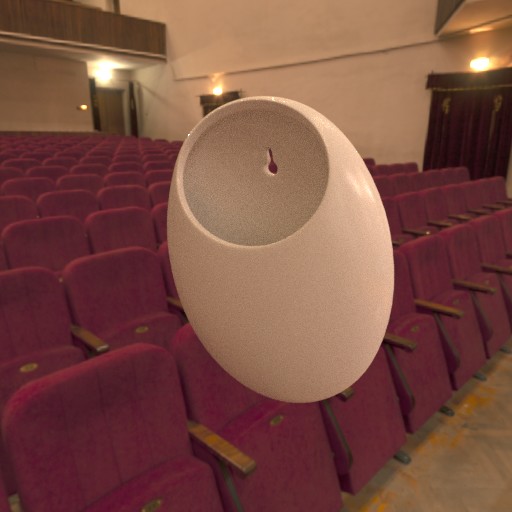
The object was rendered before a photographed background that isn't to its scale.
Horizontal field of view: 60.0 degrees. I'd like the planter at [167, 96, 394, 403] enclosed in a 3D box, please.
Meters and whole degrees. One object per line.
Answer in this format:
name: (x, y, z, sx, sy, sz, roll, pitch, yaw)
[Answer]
planter: (0.000, 0.000, 0.276, 0.043, 0.188, 0.185, -14, 20, -43)
